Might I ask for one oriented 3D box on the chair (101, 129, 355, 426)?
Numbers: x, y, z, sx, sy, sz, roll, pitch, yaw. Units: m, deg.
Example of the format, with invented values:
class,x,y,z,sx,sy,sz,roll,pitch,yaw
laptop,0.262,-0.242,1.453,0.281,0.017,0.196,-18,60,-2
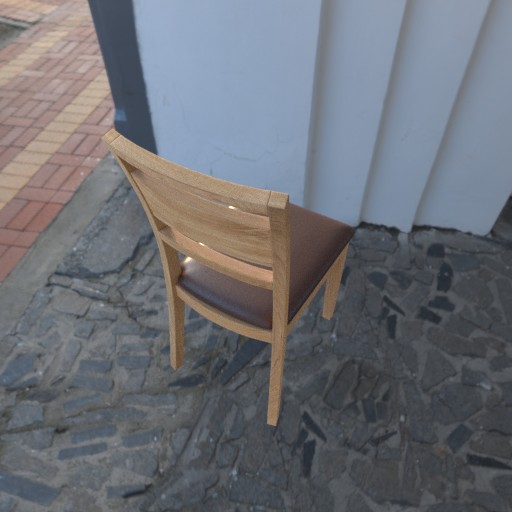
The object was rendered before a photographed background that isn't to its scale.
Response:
class,x,y,z,sx,sy,sz,roll,pitch,yaw
chair,0.000,0.000,1.271,0.420,0.940,0.545,24,52,20
